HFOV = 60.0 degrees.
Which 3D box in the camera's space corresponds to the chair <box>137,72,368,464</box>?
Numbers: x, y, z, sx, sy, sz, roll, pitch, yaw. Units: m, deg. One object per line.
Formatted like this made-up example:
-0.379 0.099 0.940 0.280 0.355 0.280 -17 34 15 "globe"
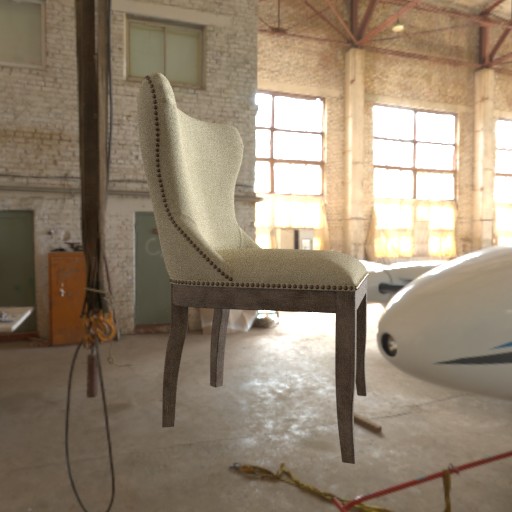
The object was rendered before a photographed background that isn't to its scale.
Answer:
0.000 0.000 1.426 0.681 1.002 0.654 1 2 17 "chair"
